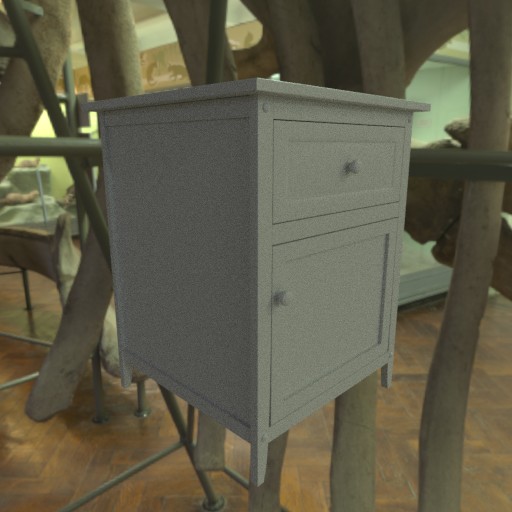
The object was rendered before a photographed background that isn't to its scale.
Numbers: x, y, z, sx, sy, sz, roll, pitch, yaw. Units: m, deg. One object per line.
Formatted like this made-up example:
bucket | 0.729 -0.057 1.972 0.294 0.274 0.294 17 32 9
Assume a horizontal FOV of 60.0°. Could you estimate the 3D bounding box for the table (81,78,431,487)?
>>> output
table | 0.000 0.000 0.738 0.381 0.483 0.381 14 19 43
